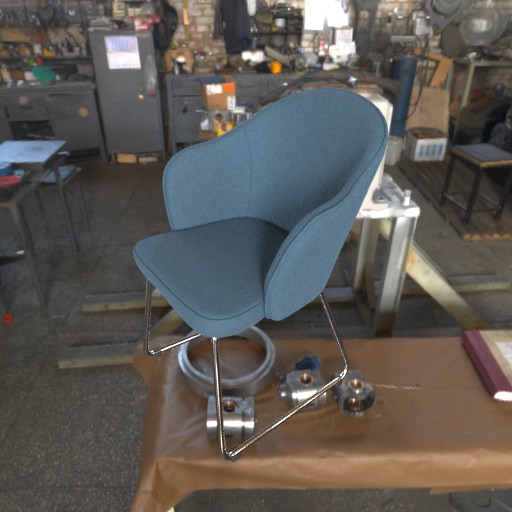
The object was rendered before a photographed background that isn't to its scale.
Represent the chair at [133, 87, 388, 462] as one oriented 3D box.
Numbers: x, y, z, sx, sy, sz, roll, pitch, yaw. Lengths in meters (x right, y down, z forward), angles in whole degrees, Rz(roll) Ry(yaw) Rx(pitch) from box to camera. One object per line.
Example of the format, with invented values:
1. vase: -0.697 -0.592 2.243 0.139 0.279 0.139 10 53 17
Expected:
1. chair: 0.000 0.000 1.222 0.585 0.815 0.570 -20 36 -31
